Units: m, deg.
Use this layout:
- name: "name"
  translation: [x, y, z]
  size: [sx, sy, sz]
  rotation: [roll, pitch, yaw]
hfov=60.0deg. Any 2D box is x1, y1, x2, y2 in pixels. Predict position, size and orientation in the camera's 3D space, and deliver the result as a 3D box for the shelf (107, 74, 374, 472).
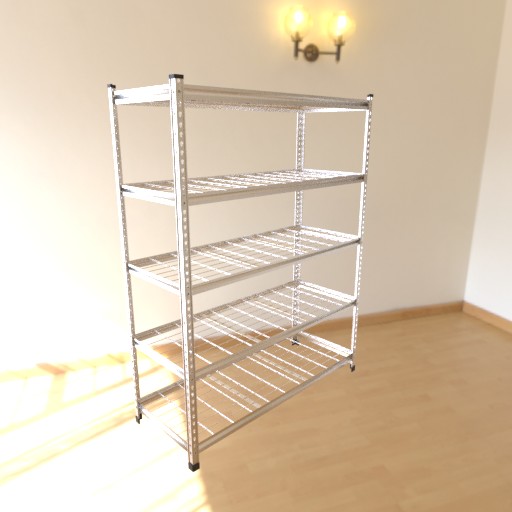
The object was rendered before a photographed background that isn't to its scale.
- name: "shelf"
  translation: [0.000, 0.000, 2.815]
  size: [1.524, 1.981, 0.610]
  rotation: [-15, 21, -42]
